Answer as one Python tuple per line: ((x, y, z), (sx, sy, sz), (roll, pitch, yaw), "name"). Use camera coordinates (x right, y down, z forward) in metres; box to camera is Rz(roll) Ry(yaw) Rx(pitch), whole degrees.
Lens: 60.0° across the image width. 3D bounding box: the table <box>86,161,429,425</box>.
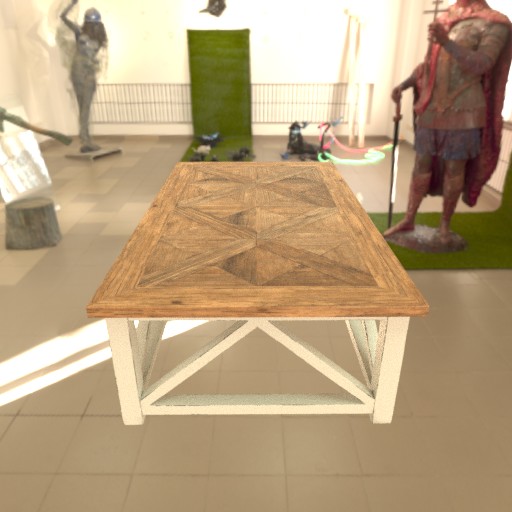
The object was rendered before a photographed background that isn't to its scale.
((0.000, 0.000, 1.750), (0.800, 0.410, 1.400), (0, 26, 0), "table")
